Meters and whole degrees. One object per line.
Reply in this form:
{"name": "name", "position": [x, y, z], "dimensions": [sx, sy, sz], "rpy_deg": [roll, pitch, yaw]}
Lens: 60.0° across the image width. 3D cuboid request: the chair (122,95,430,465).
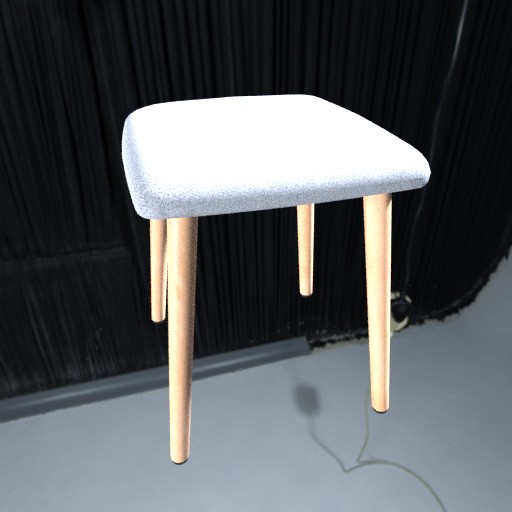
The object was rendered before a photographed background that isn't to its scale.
{"name": "chair", "position": [0.000, 0.000, 0.689], "dimensions": [0.350, 0.440, 0.350], "rpy_deg": [-8, 32, -14]}
